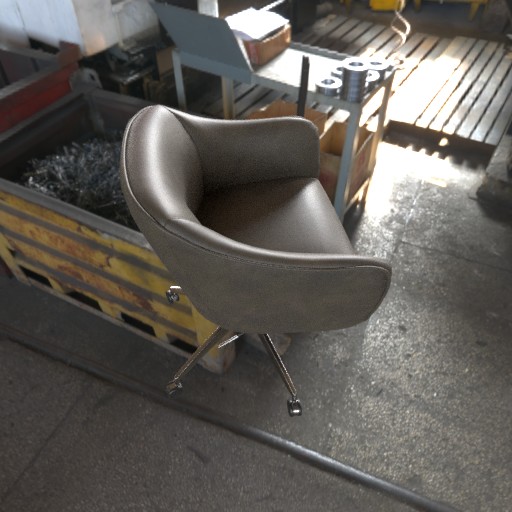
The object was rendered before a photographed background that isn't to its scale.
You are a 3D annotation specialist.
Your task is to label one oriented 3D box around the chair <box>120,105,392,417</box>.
[{"bbox_3d":[0.000,0.000,1.375,0.689,0.827,0.713,-8,46,-7],"label":"chair"}]
